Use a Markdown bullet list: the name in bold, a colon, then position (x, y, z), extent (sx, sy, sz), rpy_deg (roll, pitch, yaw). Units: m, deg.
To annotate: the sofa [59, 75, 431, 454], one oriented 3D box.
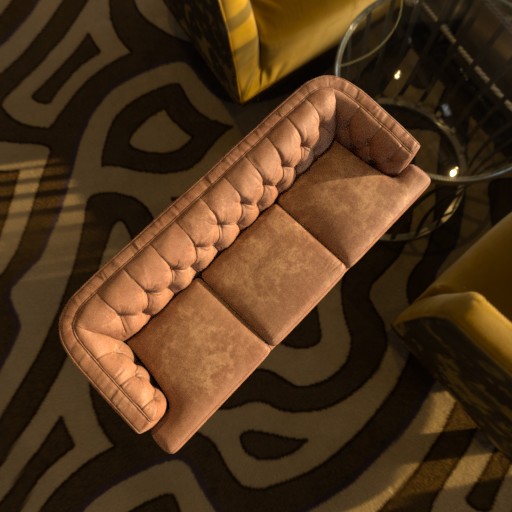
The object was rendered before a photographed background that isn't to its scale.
- **sofa**: position (0.000, 0.000, 2.684), extent (0.922, 0.791, 2.257), rpy_deg (43, 79, 10)
